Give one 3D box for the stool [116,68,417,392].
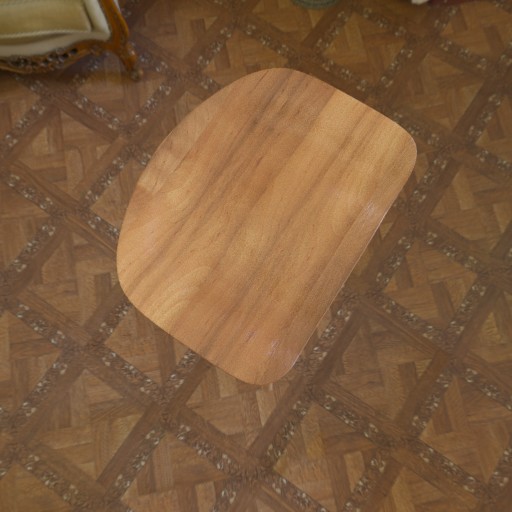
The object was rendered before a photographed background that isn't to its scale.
[{"bbox_3d":[0.000,0.000,0.872,0.361,0.615,0.440,32,79,7],"label":"stool"}]
